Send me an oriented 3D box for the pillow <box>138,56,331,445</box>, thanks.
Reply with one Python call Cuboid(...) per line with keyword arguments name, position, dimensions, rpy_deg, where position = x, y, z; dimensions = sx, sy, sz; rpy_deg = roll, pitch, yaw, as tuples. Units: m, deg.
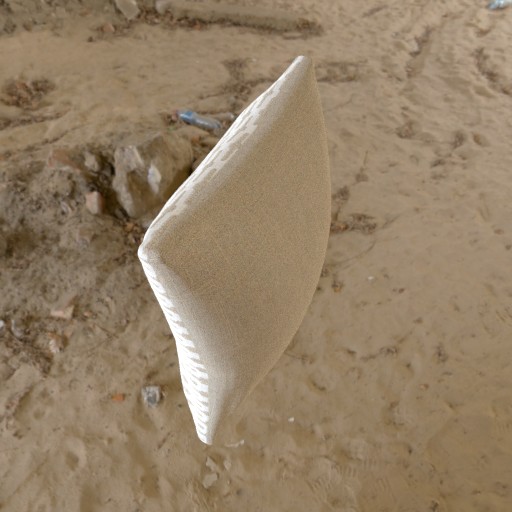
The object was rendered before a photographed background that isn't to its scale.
Cuboid(name="pillow", position=(0.000, 0.000, 0.763), dimensions=(0.219, 0.491, 0.496), rpy_deg=(17, 50, 15))
